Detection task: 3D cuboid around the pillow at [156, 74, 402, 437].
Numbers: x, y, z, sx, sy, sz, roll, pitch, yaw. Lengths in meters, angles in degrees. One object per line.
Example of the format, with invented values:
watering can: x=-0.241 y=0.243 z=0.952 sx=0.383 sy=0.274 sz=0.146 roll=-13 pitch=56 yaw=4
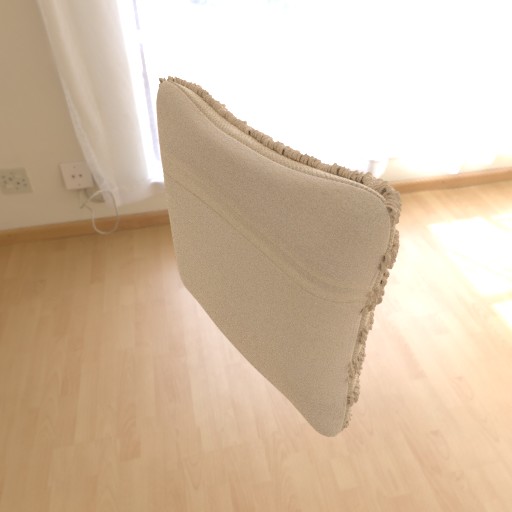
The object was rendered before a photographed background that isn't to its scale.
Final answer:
pillow: x=0.000 y=0.000 z=0.656 sx=0.145 sy=0.427 sz=0.437 roll=-27 pitch=47 yaw=-28
